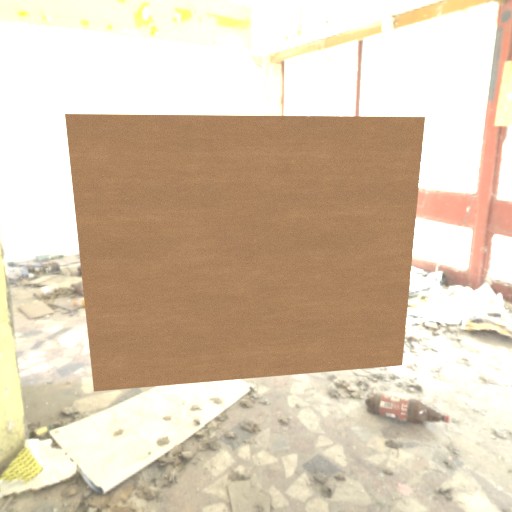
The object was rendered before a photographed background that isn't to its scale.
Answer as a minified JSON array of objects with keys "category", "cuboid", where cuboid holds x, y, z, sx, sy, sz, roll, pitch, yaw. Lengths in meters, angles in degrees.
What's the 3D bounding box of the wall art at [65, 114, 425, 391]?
[{"category":"wall art","cuboid":[0.000,0.000,0.675,0.508,0.408,0.010,-2,15,-9]}]
